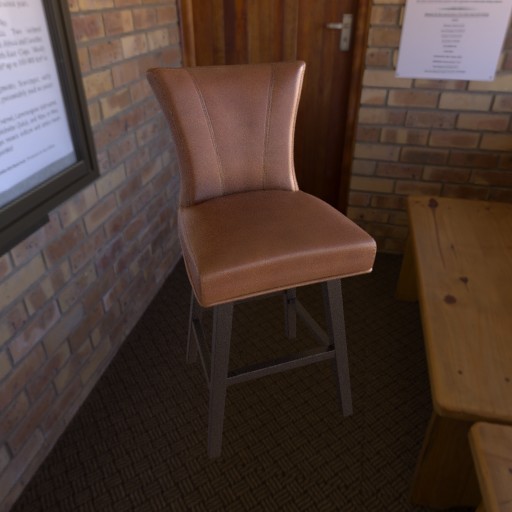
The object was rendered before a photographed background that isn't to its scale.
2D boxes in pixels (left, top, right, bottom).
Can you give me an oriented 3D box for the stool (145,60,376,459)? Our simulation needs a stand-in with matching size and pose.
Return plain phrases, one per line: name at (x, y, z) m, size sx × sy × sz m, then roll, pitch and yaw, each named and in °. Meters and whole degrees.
stool at (0.000, 0.000, 1.435) m, size 0.522 × 1.094 × 0.585 m, roll -11°, pitch 33°, yaw -17°
